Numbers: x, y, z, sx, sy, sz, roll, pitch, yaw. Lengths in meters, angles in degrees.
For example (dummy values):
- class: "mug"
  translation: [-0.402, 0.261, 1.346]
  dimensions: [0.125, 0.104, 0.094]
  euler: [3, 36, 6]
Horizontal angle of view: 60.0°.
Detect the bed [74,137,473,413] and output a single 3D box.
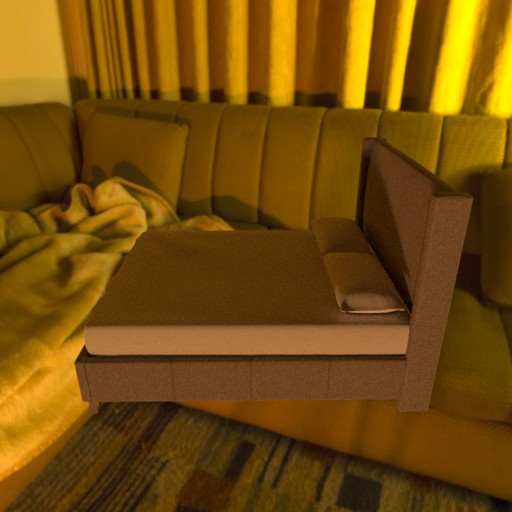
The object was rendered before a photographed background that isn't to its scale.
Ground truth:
- class: "bed"
  translation: [0.000, 0.000, 3.355]
  dimensions: [2.245, 1.481, 1.714]
  euler: [0, 25, 0]
